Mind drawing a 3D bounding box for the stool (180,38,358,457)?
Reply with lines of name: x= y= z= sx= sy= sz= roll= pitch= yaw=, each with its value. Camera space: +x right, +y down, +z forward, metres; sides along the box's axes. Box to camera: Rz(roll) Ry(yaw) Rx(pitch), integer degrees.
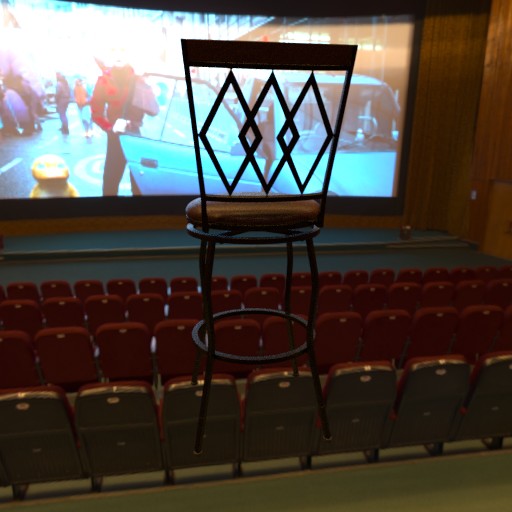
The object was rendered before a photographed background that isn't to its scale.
stool: x=0.000 y=0.000 z=1.374 sx=0.432 sy=1.134 sz=0.521 roll=-2 pitch=15 yaw=-9
